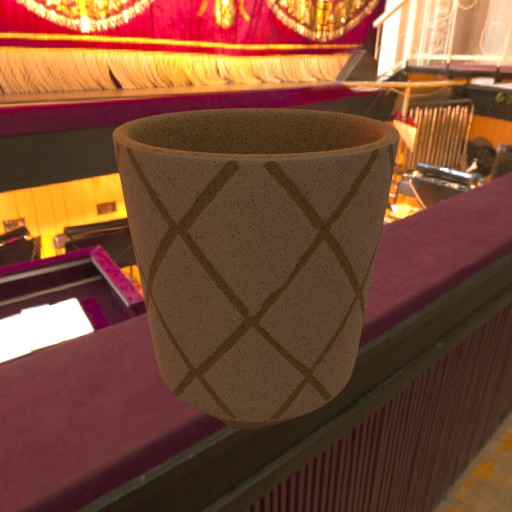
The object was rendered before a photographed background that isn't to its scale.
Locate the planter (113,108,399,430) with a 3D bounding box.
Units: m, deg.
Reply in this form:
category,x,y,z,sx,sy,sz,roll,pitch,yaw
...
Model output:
category,x,y,z,sx,sy,sz,roll,pitch,yaw
planter,0.000,0.000,0.348,0.191,0.199,0.191,0,25,0
